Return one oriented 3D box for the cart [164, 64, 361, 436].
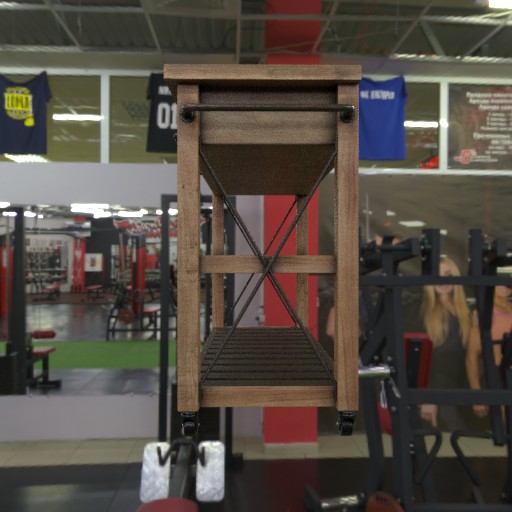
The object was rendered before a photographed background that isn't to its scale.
[{"bbox_3d":[0.000,0.000,0.962,0.298,0.554,0.686,0,0,-1],"label":"cart"}]
